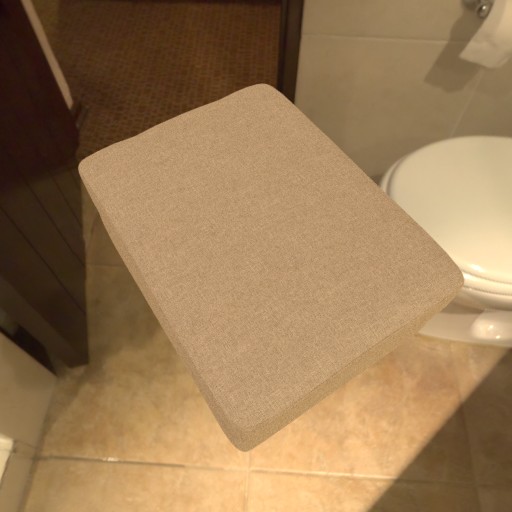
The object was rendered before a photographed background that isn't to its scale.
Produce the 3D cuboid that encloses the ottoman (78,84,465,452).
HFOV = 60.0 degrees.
[{"bbox_3d":[0.000,0.000,1.332,0.677,0.519,0.898,-29,63,-17],"label":"ottoman"}]
